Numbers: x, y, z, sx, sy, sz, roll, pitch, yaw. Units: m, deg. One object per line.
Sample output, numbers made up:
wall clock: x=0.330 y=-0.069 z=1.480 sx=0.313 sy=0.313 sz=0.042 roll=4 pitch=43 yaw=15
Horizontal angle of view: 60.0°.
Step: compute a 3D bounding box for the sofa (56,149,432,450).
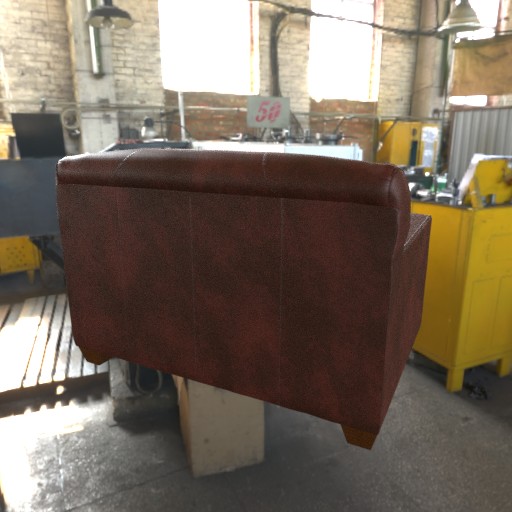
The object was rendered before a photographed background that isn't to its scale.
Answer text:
sofa: x=0.000 y=0.000 z=2.009 sx=1.413 sy=0.956 sz=1.000 roll=8 pitch=17 yaw=26
